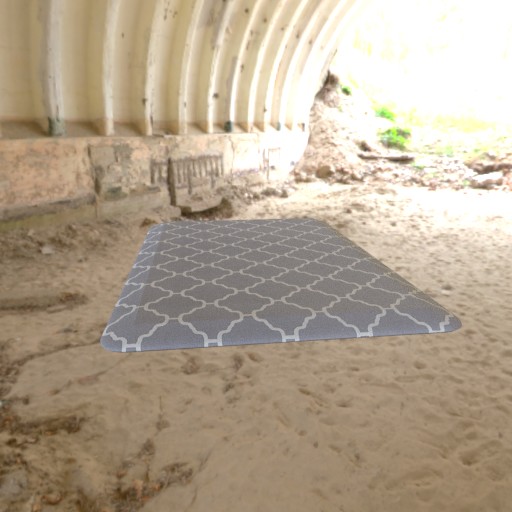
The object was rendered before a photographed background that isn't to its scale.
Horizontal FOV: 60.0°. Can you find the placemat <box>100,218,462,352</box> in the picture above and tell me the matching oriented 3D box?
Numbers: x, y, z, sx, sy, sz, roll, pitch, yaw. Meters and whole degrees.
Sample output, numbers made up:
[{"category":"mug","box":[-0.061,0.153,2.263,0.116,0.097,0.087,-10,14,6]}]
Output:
[{"category":"placemat","box":[0.000,0.000,0.945,0.508,0.021,0.762,-2,16,-7]}]
